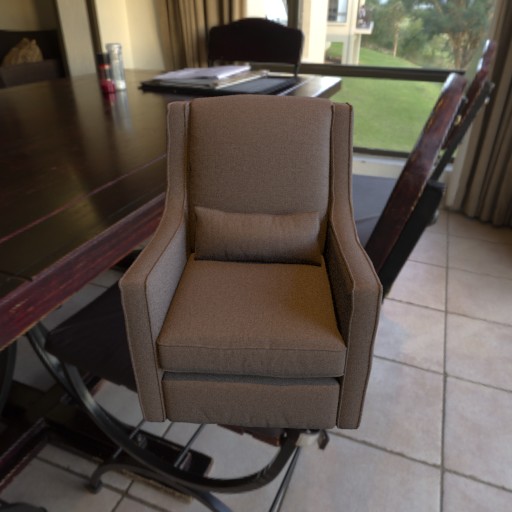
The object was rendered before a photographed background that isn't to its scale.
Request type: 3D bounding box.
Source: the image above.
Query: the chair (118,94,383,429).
[{"bbox_3d":[0.000,0.000,1.614,0.732,0.993,0.879,1,30,2],"label":"chair"}]
